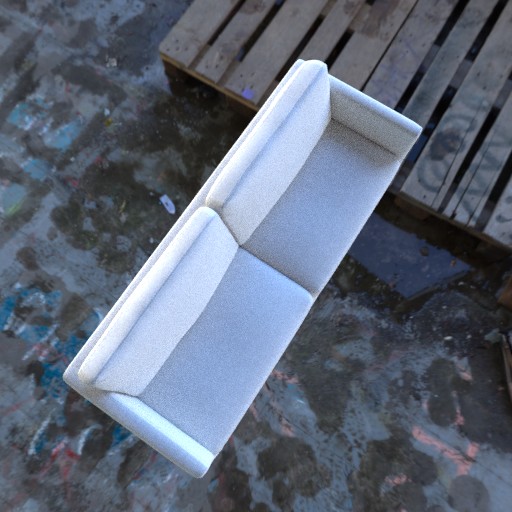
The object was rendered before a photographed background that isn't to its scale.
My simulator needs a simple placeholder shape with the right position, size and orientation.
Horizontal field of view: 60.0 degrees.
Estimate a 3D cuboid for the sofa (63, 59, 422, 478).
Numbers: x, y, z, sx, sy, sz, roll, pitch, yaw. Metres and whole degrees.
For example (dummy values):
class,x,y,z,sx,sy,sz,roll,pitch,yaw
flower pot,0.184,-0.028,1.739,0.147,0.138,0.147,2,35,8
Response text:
class,x,y,z,sx,sy,sz,roll,pitch,yaw
sofa,0.000,0.000,2.823,0.948,0.965,2.434,33,78,8
